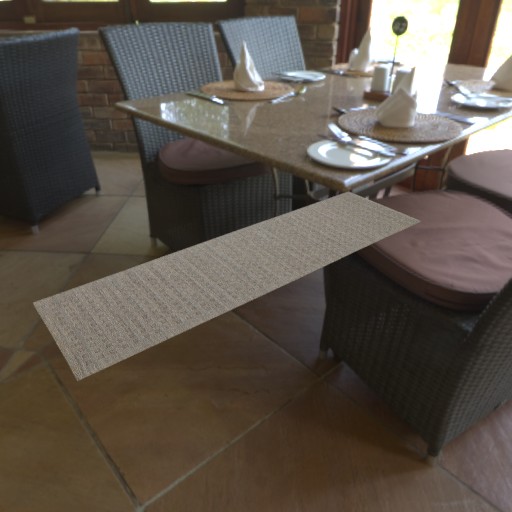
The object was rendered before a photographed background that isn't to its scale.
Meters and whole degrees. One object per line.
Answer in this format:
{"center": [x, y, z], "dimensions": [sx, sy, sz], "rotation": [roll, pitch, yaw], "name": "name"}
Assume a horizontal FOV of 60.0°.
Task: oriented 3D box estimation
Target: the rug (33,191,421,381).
{"center": [0.000, 0.000, 2.736], "dimensions": [2.437, 0.005, 0.688], "rotation": [-22, 37, -32], "name": "rug"}
